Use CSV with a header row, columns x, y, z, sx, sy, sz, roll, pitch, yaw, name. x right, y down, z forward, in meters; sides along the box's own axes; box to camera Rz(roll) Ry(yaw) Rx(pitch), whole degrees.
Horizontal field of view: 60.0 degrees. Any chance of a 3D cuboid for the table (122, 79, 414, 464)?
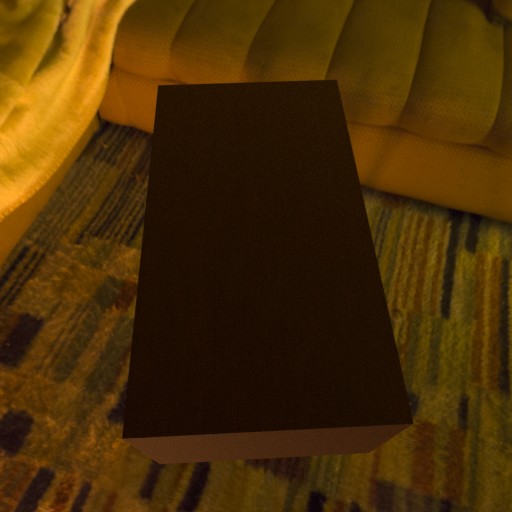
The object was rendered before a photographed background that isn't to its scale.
x,y,z,sx,sy,sz,roll,pitch,yaw,name
0.000,0.000,1.372,0.597,0.424,1.099,-2,59,-1,table
